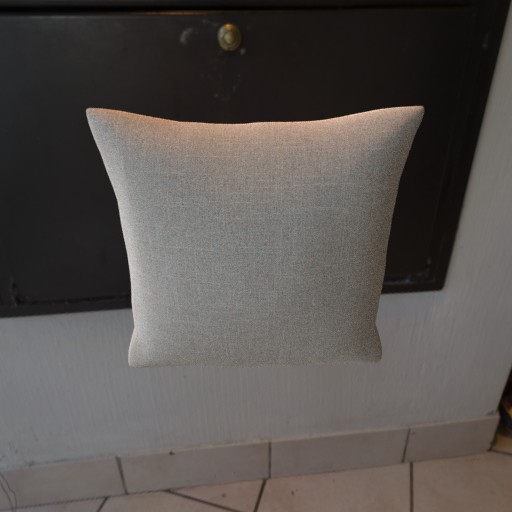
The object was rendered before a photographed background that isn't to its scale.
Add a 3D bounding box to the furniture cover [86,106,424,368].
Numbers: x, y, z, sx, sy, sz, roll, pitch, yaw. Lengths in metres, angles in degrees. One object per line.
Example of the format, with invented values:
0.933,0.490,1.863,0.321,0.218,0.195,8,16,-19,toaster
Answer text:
0.000,0.000,0.779,0.512,0.506,0.178,-1,29,-1,furniture cover
